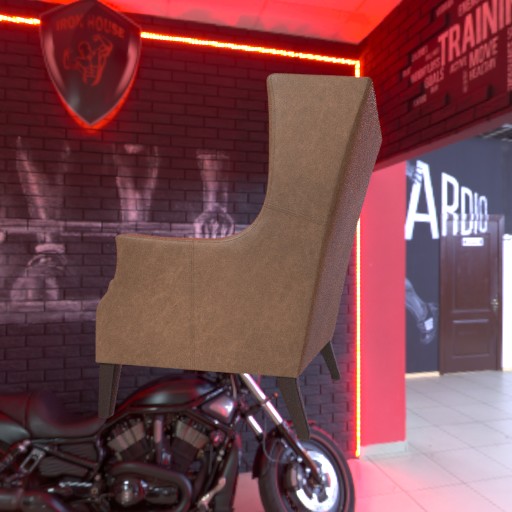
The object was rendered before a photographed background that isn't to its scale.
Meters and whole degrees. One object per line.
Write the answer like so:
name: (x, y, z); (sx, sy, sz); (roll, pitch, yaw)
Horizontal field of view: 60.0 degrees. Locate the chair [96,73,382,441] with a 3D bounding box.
chair: (0.000, 0.000, 1.711); (0.913, 1.088, 0.815); (0, 0, 18)
